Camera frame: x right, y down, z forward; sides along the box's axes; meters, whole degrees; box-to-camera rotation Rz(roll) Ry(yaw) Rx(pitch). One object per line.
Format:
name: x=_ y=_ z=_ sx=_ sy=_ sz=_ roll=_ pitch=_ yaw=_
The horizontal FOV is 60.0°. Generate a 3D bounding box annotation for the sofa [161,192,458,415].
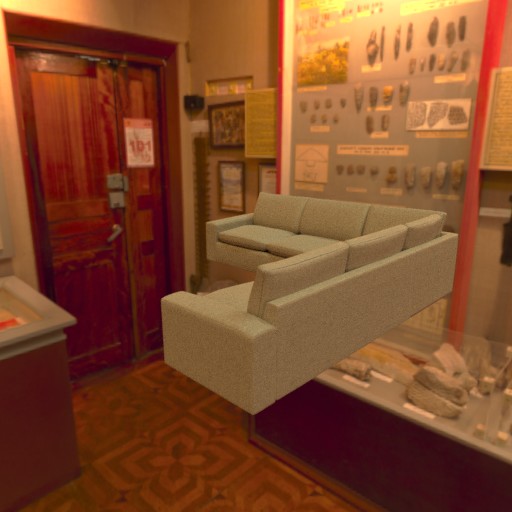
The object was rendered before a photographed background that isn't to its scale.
sofa: x=0.000 y=0.000 z=4.087 sx=2.622 sy=0.800 sz=2.742 roll=14 pitch=20 yaw=42
